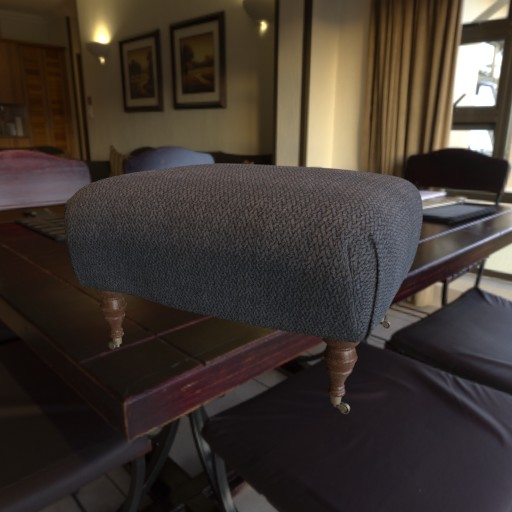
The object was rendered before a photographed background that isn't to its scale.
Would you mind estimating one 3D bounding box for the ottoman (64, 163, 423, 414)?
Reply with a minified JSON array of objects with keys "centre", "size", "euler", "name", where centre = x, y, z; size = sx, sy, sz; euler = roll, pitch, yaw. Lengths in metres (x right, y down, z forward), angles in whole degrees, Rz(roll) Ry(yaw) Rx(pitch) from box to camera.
[{"centre":[0.000,0.000,1.137],"size":[0.747,0.450,0.622],"euler":[8,18,25],"name":"ottoman"}]
